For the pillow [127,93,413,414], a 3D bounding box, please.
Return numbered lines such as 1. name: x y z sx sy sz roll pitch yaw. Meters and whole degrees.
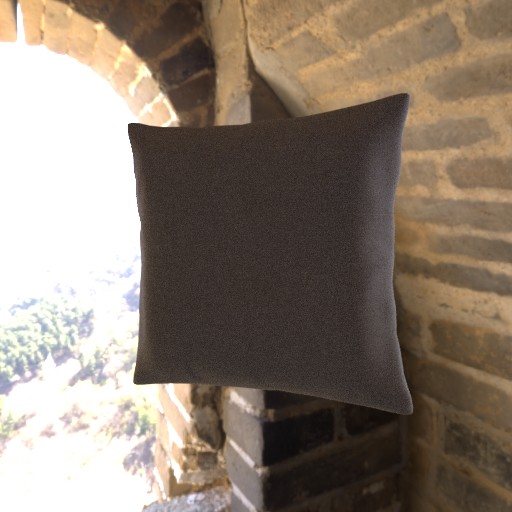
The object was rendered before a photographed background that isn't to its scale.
1. pillow: 0.000 0.000 0.779 0.523 0.510 0.166 0 1 20
